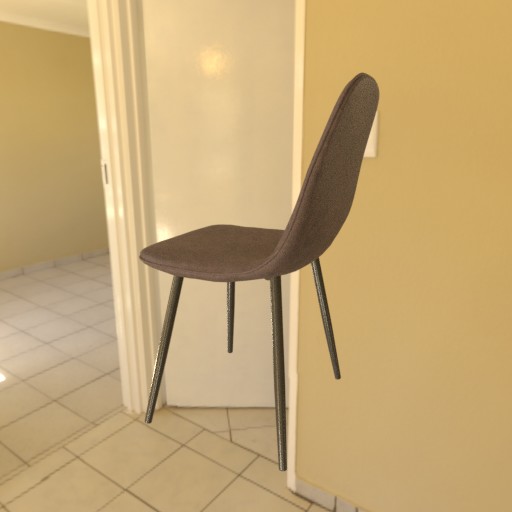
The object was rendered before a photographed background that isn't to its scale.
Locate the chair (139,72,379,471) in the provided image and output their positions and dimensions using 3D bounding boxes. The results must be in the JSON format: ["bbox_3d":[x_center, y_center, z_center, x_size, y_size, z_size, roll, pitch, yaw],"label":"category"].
[{"bbox_3d":[0.000,0.000,1.201,0.561,0.889,0.472,8,17,25],"label":"chair"}]
